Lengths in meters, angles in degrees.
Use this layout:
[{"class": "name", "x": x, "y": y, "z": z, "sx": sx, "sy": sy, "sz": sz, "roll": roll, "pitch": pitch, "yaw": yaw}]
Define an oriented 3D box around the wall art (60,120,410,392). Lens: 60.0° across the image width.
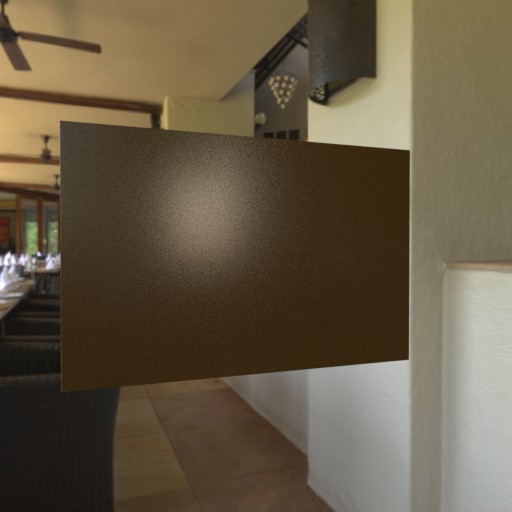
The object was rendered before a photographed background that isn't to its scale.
[{"class": "wall art", "x": 0.000, "y": 0.000, "z": 1.153, "sx": 0.932, "sy": 0.610, "sz": 0.027, "roll": 0, "pitch": 1, "yaw": -18}]
